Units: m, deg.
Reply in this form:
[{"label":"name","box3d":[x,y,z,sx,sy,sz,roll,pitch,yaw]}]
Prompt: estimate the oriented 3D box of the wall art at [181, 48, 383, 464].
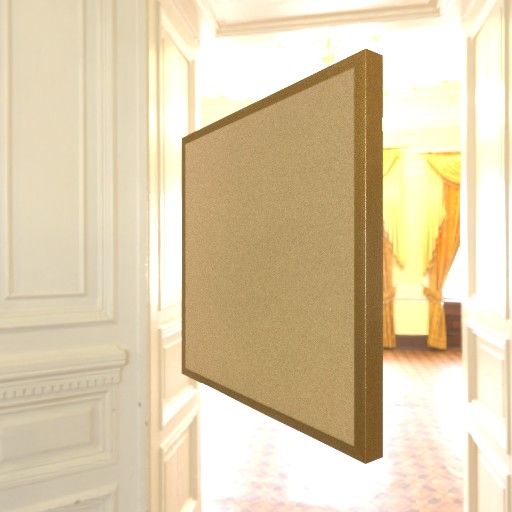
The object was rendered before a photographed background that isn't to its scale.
[{"label":"wall art","box3d":[0.000,0.000,0.759,0.033,0.509,0.510,0,0,-35]}]
